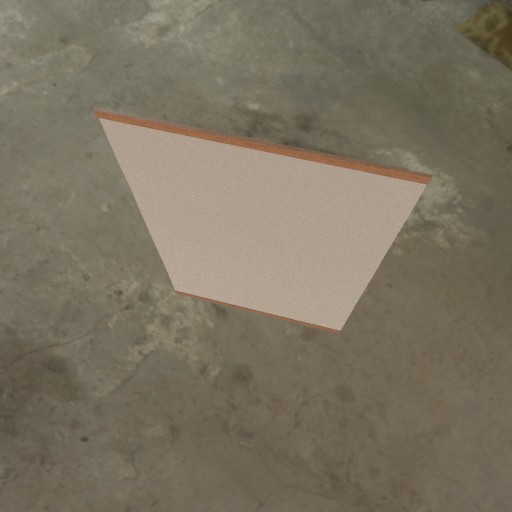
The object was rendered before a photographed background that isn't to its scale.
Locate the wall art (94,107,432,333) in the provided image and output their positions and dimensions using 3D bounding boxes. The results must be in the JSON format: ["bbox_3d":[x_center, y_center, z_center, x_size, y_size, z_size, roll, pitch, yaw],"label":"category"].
[{"bbox_3d":[0.000,0.000,1.977,1.019,1.527,0.019,13,65,6],"label":"wall art"}]
